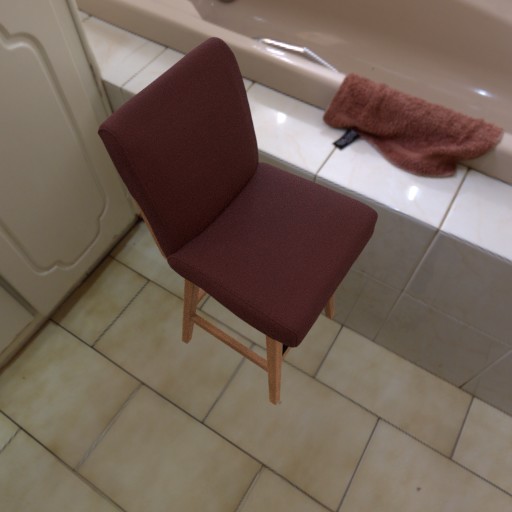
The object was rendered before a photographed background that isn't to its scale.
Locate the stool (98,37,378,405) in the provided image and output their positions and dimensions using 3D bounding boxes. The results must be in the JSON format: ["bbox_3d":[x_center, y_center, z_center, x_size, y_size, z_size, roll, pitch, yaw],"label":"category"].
[{"bbox_3d":[0.000,0.000,1.390,0.562,1.093,0.468,30,63,17],"label":"stool"}]
